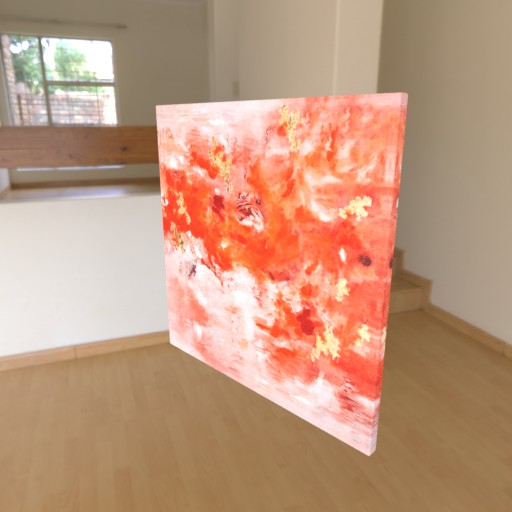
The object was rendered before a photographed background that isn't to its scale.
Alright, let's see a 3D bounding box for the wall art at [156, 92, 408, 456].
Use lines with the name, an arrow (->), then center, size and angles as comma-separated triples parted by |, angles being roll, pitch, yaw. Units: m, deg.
wall art -> 0.000, 0.000, 1.327 | 0.878, 0.878, 0.066 | 16, 22, 42
